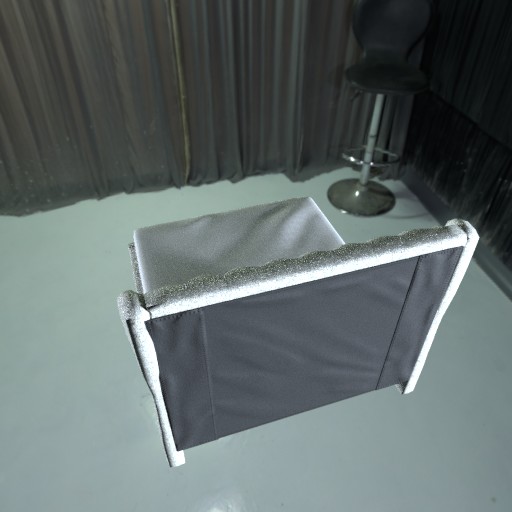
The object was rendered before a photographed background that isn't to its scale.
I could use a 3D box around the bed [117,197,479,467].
[{"bbox_3d":[0.000,0.000,3.860,2.219,1.771,2.347,-12,43,-13],"label":"bed"}]
